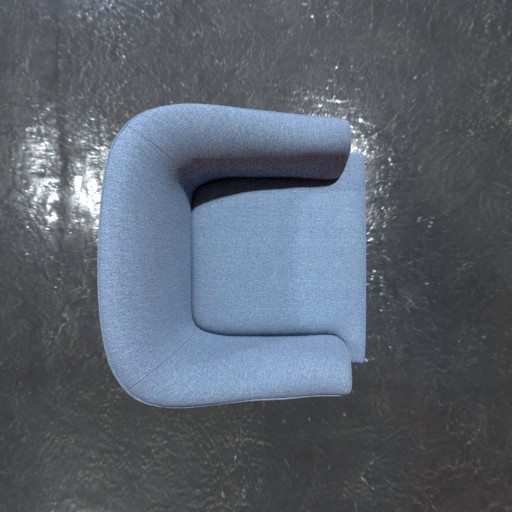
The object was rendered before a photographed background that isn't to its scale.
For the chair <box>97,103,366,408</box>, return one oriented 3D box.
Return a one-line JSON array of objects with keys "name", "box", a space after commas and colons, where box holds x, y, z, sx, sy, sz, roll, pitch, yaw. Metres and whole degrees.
[{"name": "chair", "box": [0.000, 0.000, 1.395, 0.704, 0.815, 0.772, 0, 90, 1]}]
